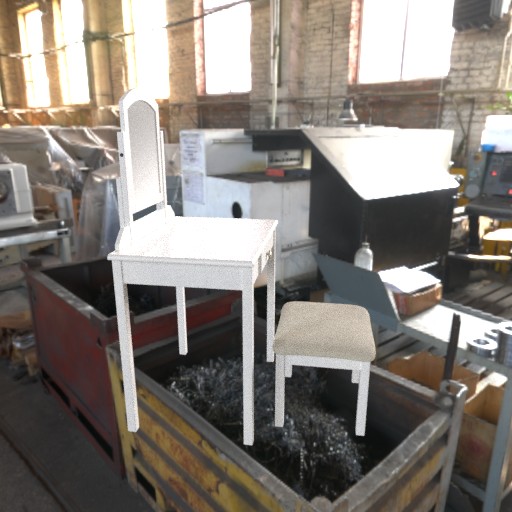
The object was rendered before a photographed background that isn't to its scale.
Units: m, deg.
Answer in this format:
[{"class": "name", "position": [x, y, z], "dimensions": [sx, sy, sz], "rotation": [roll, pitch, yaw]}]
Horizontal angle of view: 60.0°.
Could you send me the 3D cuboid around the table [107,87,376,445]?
[{"class": "table", "position": [0.000, 0.000, 2.271], "dimensions": [1.211, 1.631, 0.876], "rotation": [3, 17, 9]}]
